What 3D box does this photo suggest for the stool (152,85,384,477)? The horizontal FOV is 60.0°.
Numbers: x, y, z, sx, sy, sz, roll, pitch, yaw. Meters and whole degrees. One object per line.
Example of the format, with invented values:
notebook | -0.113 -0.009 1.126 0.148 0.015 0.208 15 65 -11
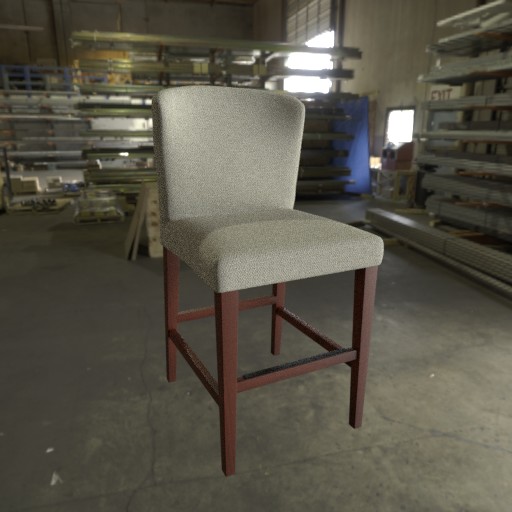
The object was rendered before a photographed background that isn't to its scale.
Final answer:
stool | 0.000 0.000 1.293 0.481 0.969 0.568 -8 18 -26
